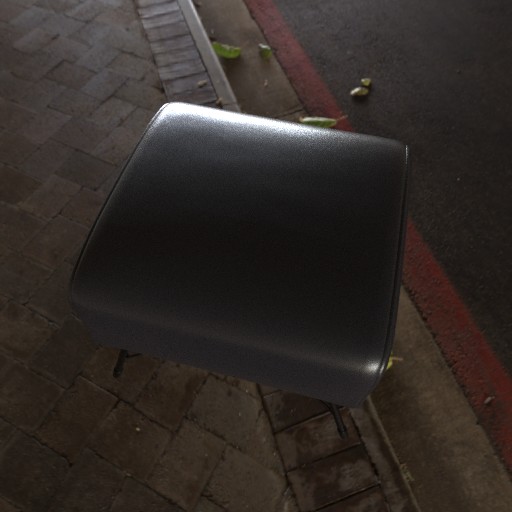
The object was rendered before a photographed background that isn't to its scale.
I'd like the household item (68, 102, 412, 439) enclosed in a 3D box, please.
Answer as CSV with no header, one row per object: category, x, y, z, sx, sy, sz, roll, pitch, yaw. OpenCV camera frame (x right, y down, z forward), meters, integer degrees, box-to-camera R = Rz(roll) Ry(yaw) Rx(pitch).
household item,0.000,0.000,0.914,0.530,0.410,0.530,12,59,8
